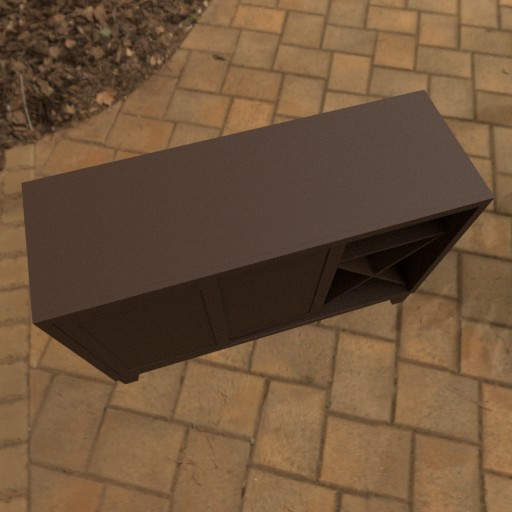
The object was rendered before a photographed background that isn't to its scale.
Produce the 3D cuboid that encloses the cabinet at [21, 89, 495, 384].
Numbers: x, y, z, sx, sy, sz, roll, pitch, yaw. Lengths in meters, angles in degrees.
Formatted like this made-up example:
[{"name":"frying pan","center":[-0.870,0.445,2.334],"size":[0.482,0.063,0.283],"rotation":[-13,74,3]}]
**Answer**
[{"name":"cabinet","center":[0.000,0.000,1.789],"size":[1.396,0.914,0.482],"rotation":[-15,64,-8]}]
